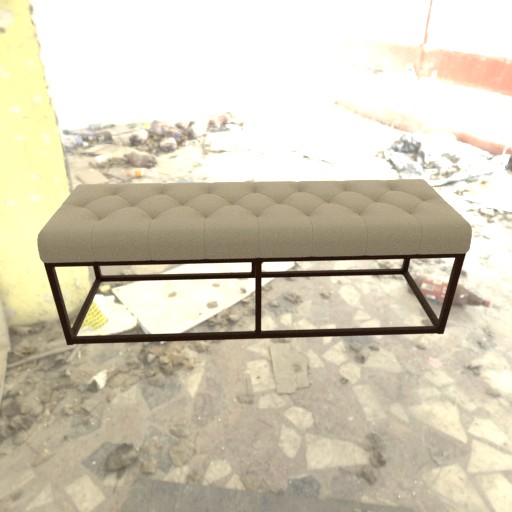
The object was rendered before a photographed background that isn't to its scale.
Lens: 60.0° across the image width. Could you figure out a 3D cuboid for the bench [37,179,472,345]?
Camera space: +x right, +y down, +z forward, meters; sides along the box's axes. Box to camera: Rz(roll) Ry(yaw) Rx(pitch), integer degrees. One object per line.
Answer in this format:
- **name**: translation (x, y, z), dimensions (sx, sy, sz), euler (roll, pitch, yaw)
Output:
- **bench**: translation (0.000, 0.000, 1.785), dimensions (1.488, 0.488, 0.479), euler (-1, 31, -2)
